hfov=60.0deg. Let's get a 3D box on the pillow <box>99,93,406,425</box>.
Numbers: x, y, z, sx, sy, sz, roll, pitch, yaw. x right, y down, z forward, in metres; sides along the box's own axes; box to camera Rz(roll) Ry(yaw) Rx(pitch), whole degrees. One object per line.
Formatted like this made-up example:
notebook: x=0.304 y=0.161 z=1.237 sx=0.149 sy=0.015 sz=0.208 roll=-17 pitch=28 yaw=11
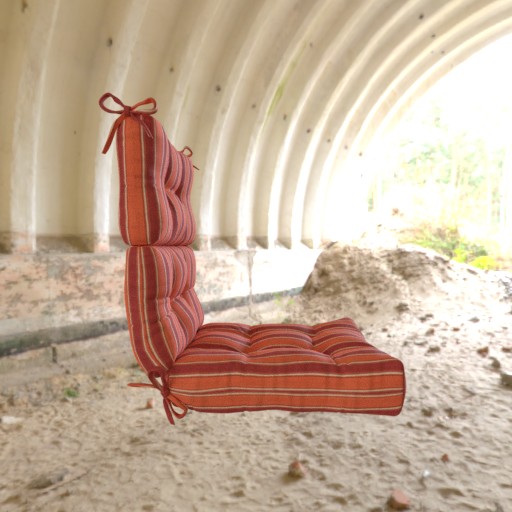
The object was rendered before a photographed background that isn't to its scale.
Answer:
pillow: x=0.000 y=0.000 z=1.035 sx=0.571 sy=0.605 sz=0.519 roll=0 pitch=1 yaw=1
